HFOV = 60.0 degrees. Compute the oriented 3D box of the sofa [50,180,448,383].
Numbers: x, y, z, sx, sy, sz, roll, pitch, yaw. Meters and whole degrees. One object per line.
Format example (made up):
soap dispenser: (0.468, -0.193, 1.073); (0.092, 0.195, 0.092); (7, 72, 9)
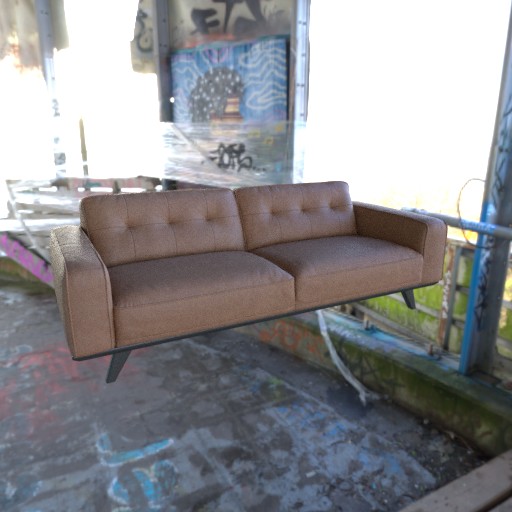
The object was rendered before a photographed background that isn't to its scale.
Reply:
sofa: (0.000, 0.000, 2.724); (2.270, 0.780, 0.953); (-8, 18, -26)
